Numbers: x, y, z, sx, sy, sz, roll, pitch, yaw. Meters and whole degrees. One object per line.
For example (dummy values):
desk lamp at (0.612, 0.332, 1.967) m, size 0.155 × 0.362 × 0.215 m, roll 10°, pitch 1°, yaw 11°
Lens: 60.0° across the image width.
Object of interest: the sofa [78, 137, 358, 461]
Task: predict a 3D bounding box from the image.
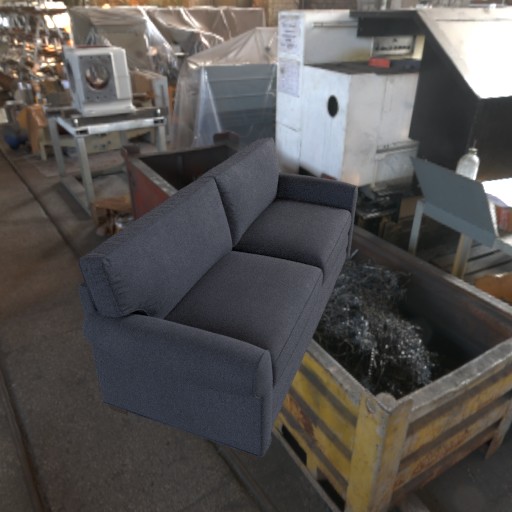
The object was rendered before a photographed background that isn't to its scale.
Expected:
sofa at (0.000, 0.000, 2.940) m, size 0.954 × 1.026 × 2.391 m, roll 11°, pitch 31°, yaw 18°
